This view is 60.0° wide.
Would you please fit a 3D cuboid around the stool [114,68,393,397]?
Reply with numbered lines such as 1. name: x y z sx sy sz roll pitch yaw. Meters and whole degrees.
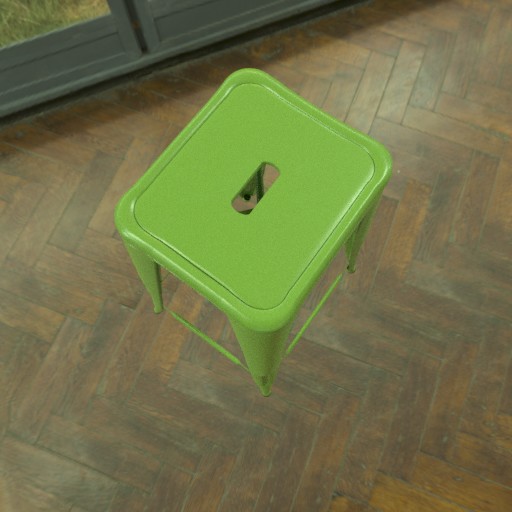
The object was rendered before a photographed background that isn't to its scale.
1. stool: 0.000 0.000 0.838 0.358 0.609 0.398 35 77 10
